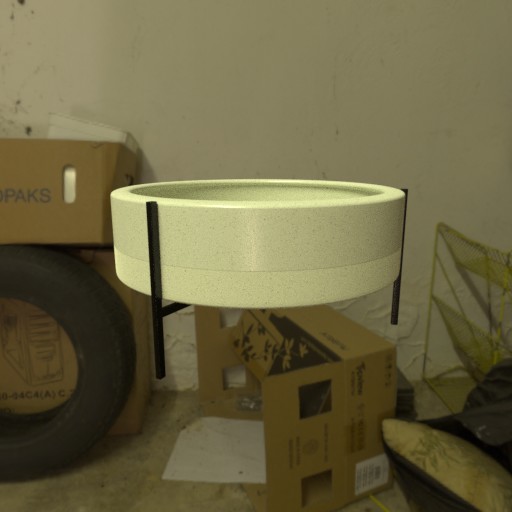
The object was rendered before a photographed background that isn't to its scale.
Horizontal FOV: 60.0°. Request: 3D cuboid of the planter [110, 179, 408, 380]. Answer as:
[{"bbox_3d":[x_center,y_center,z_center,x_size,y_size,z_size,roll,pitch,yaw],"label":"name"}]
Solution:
[{"bbox_3d":[0.000,0.000,0.552,0.336,0.171,0.345,-7,15,-26],"label":"planter"}]
